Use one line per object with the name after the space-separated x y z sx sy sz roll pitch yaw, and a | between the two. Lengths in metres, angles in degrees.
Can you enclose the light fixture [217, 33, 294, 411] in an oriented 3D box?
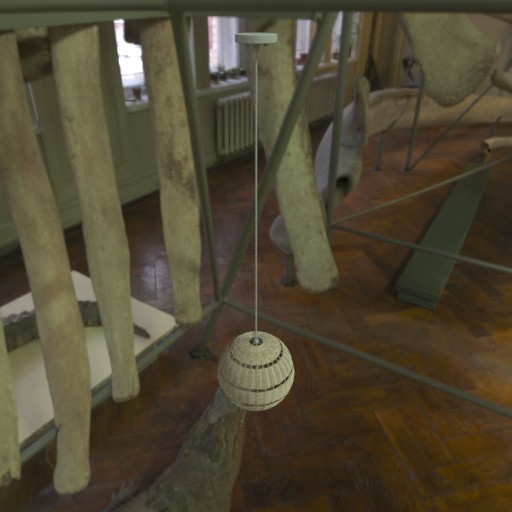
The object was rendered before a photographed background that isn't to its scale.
0.000 0.000 2.251 0.457 2.019 0.457 18 34 29 | light fixture
